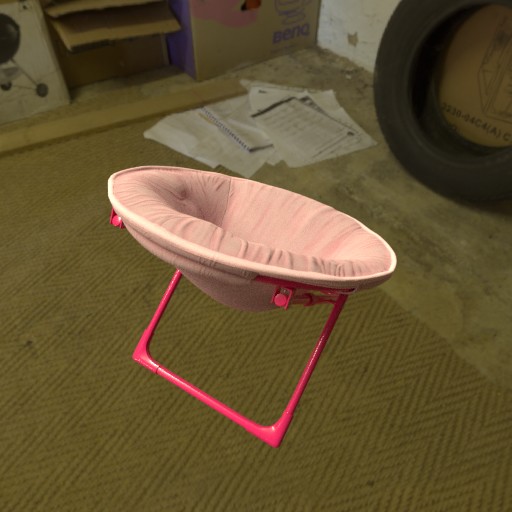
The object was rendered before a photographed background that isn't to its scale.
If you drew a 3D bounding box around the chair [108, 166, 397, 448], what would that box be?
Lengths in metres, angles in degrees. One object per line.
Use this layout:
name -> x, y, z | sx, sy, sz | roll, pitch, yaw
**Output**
chair -> 0.000, 0.000, 0.883 | 0.522, 0.494, 0.459 | 24, 52, 21
